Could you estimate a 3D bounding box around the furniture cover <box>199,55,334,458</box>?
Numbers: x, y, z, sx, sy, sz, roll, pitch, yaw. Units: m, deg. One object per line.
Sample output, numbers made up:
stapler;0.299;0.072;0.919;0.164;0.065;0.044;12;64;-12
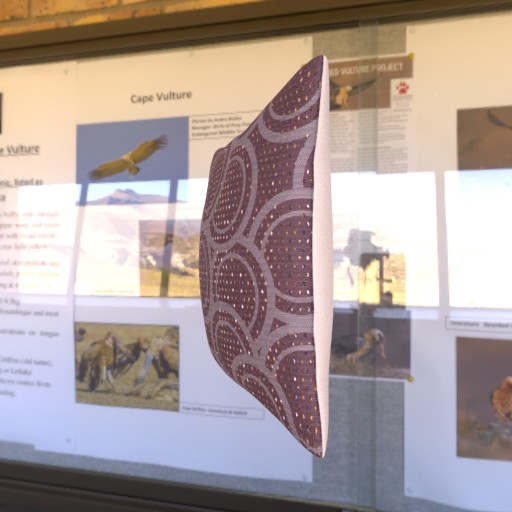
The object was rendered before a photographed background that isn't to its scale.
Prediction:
furniture cover;0.000;0.000;0.815;0.193;0.509;0.552;0;0;-18
